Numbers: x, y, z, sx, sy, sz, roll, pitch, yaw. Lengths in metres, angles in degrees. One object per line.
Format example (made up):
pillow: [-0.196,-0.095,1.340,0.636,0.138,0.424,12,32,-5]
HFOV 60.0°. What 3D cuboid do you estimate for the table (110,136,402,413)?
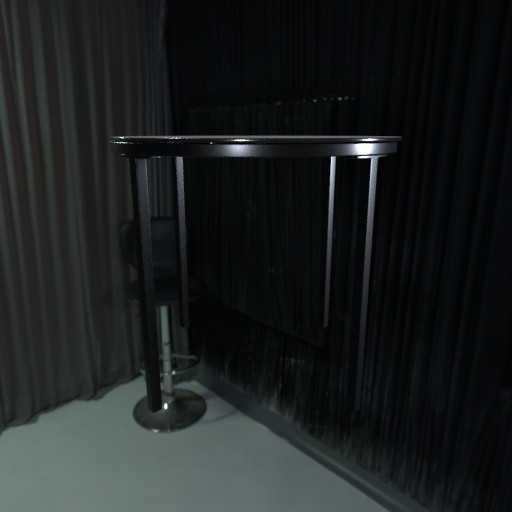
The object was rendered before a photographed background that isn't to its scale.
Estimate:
table: [0.000,0.000,0.852,0.499,0.443,0.499,0,15,0]
